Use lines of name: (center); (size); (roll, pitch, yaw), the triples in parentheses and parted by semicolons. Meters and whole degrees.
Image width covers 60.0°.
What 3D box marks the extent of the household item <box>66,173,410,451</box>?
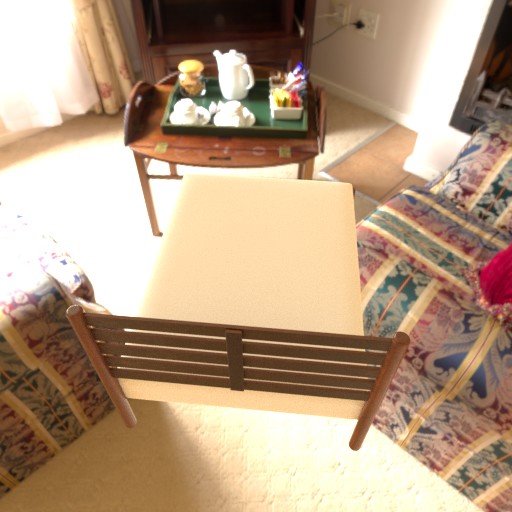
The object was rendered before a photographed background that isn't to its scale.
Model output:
household item: (0.000, 0.000, 3.339); (1.663, 1.356, 2.232); (4, 47, 4)
